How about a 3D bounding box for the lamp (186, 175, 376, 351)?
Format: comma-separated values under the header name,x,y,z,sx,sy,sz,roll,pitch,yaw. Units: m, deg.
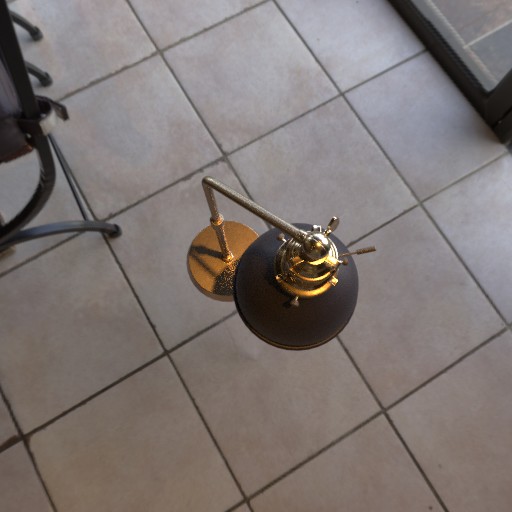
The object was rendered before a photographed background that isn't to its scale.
name,x,y,z,sx,sy,sz,roll,pitch,yaw
lamp,0.000,0.000,0.586,0.291,0.456,0.160,40,80,9
